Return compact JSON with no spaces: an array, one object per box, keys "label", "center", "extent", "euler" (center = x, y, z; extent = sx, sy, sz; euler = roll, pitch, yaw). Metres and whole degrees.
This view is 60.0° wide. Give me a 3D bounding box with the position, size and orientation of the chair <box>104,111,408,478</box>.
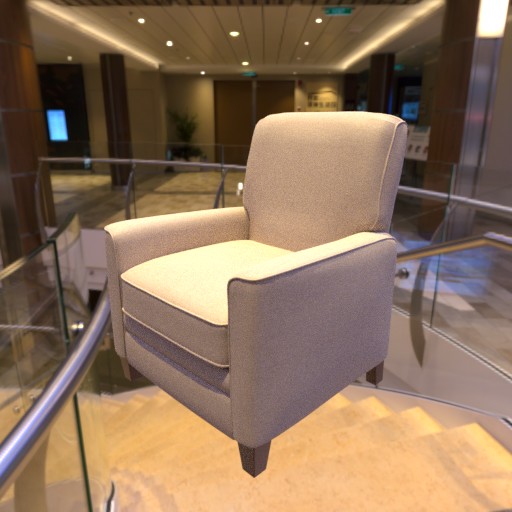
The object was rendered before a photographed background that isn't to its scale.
[{"label":"chair","center":[0.000,0.000,1.644],"extent":[0.858,1.023,0.841],"euler":[-16,23,-42]}]
